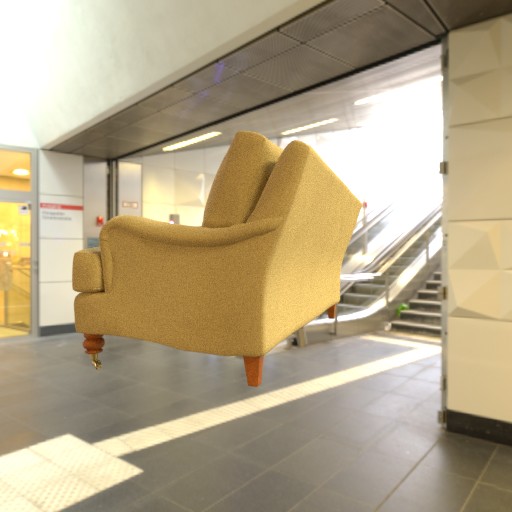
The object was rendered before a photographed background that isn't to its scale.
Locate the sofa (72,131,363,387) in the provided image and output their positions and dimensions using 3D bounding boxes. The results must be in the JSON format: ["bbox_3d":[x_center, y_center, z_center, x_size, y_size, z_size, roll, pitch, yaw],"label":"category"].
[{"bbox_3d":[0.000,0.000,2.714,1.091,0.997,2.070,0,0,19],"label":"sofa"}]
